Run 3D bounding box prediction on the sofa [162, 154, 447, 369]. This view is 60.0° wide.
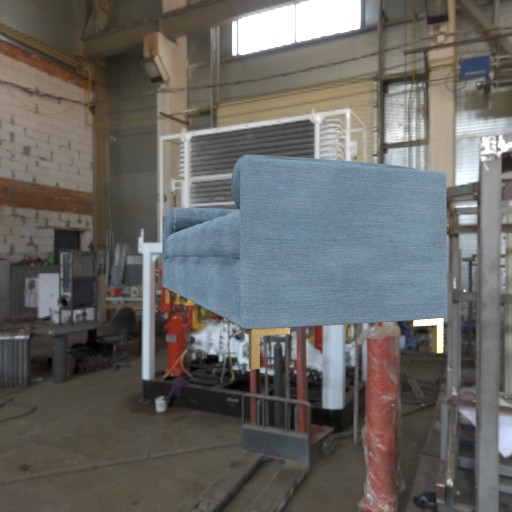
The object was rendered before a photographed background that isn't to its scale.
[{"bbox_3d":[0.000,0.000,2.456,0.796,0.705,2.102,0,0,-19],"label":"sofa"}]
